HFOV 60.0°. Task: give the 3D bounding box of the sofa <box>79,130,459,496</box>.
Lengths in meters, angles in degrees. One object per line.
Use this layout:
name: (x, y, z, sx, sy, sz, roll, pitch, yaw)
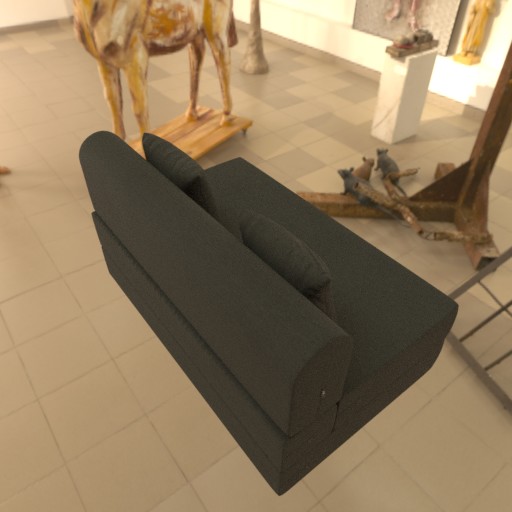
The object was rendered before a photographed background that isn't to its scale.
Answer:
sofa: (0.000, 0.000, 1.624, 0.762, 0.670, 1.225, -27, 48, -27)
